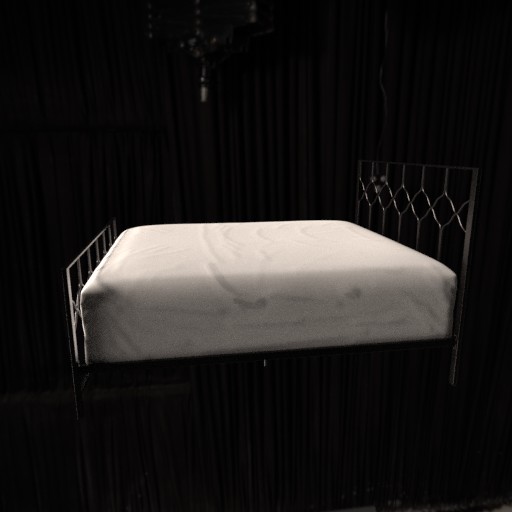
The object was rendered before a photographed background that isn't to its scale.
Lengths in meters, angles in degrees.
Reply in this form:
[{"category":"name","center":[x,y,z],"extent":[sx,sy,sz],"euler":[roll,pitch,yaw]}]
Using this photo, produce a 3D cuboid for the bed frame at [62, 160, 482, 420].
[{"category":"bed frame","center":[0.000,0.000,2.996],"extent":[2.063,1.222,1.597],"euler":[-2,14,-9]}]
